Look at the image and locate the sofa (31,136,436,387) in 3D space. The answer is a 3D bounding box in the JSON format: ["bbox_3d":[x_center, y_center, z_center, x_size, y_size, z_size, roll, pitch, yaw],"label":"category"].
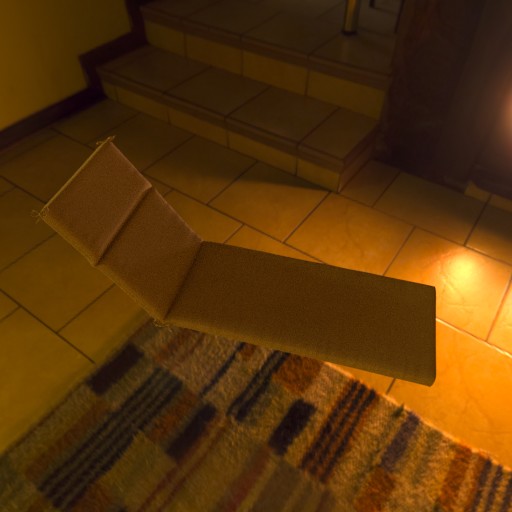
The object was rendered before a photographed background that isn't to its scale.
[{"bbox_3d":[0.000,0.000,1.932,1.663,0.622,0.582,11,48,10],"label":"sofa"}]
